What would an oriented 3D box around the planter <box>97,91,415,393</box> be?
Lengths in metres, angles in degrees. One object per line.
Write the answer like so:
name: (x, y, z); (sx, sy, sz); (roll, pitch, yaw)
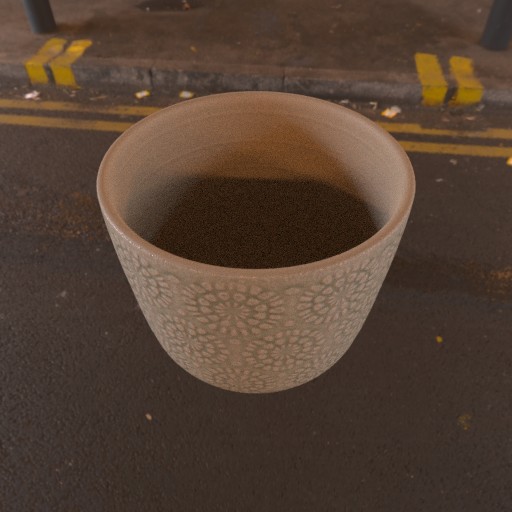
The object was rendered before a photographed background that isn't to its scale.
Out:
planter: (0.000, 0.000, 0.215); (0.124, 0.109, 0.124); (0, 46, 0)
